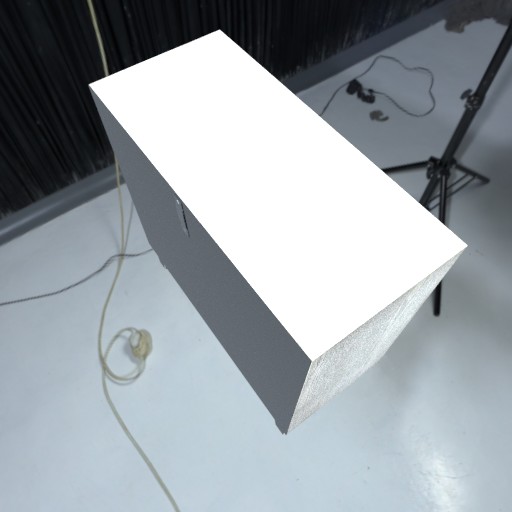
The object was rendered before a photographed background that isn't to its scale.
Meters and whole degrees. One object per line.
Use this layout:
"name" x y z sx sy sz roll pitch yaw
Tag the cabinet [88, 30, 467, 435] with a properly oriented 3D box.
"cabinet" 0.000 0.000 1.221 0.370 0.787 0.781 -32 64 -18
